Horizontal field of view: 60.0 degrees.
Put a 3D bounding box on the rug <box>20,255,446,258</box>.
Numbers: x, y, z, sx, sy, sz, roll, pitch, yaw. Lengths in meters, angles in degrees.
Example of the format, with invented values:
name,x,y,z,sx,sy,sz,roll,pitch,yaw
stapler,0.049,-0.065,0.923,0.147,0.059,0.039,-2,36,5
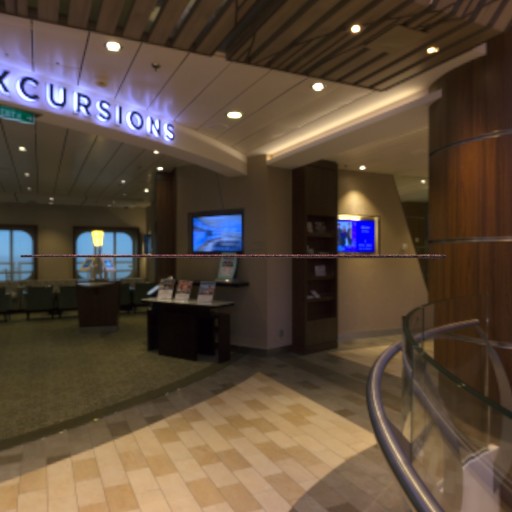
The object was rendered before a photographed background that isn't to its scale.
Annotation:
name,x,y,z,sx,sy,sz,roll,pitch,yaw
rug,0.000,0.000,4.075,3.032,0.020,2.411,0,0,18
